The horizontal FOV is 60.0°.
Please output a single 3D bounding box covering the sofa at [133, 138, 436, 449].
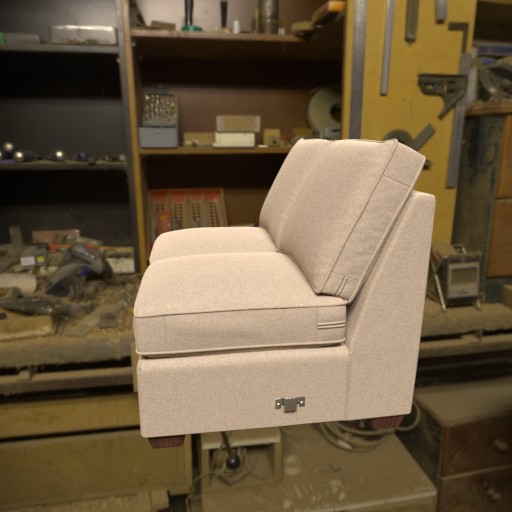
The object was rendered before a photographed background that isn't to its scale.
[{"bbox_3d":[0.000,0.000,1.965,0.951,1.008,1.237,-2,15,-8],"label":"sofa"}]
